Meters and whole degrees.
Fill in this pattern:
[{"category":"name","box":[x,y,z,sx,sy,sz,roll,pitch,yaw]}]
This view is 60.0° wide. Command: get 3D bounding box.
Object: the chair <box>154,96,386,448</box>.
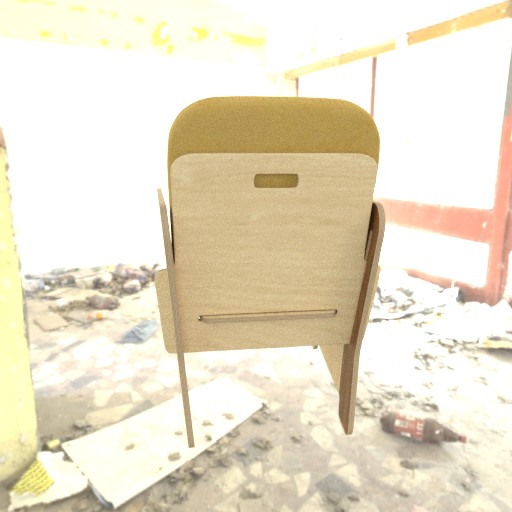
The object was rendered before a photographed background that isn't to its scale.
[{"category":"chair","box":[0.000,0.000,1.281,0.590,0.800,0.710,-2,13,-7]}]
